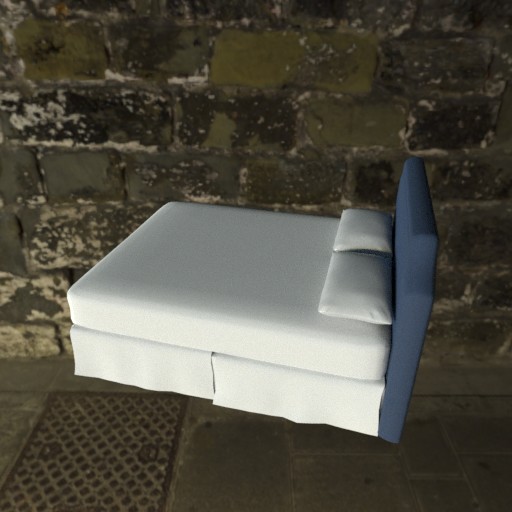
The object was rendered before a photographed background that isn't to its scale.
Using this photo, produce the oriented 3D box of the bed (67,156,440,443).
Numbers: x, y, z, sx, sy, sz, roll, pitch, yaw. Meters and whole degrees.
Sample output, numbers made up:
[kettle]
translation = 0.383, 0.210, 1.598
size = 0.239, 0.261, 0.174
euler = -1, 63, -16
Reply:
[bed]
translation = 0.000, 0.000, 3.320
size = 2.260, 1.297, 1.831
euler = 8, 30, 13
